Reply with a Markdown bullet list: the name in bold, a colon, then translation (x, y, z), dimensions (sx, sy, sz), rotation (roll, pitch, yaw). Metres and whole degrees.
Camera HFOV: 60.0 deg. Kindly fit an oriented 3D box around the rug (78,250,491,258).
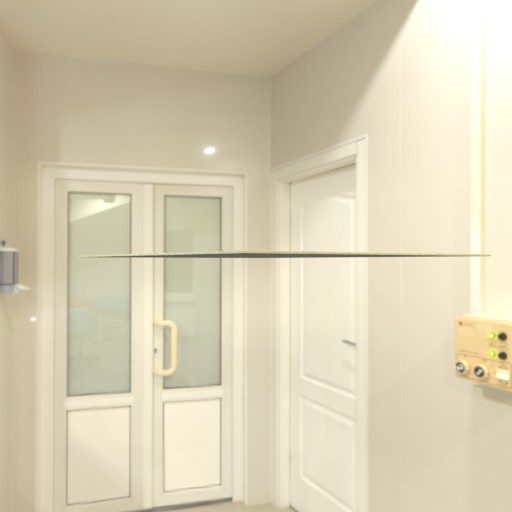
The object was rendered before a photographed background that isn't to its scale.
- **rug**: translation (0.000, 0.000, 4.193), dimensions (2.452, 0.016, 3.204), rotation (0, -1, -36)
